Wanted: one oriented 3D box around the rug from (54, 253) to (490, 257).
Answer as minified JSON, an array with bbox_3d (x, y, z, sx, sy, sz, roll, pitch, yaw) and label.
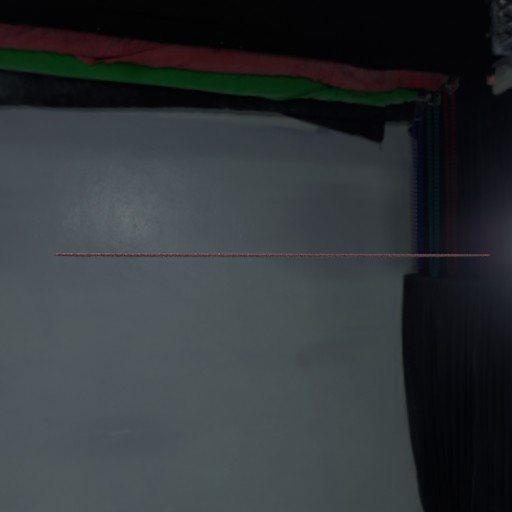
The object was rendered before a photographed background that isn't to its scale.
[{"bbox_3d":[0.000,0.000,2.882,2.210,0.011,1.599,0,0,-17],"label":"rug"}]
